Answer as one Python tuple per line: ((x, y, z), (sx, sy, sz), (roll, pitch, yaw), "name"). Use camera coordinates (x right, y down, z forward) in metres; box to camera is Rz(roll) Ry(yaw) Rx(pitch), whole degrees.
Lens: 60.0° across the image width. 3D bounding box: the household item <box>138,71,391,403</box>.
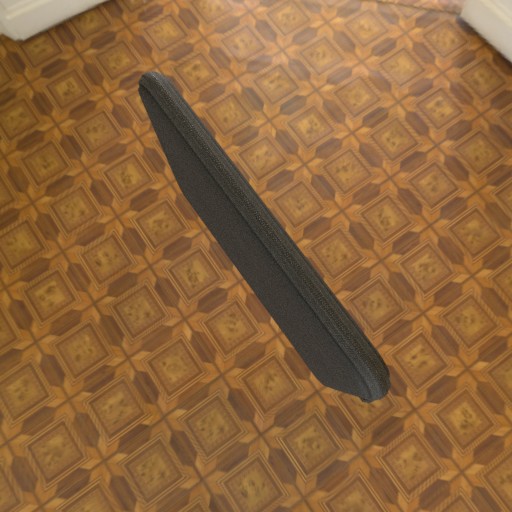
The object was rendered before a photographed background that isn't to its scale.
((0.000, 0.000, 0.529), (0.030, 0.305, 0.396), (-35, 79, -8), "household item")
